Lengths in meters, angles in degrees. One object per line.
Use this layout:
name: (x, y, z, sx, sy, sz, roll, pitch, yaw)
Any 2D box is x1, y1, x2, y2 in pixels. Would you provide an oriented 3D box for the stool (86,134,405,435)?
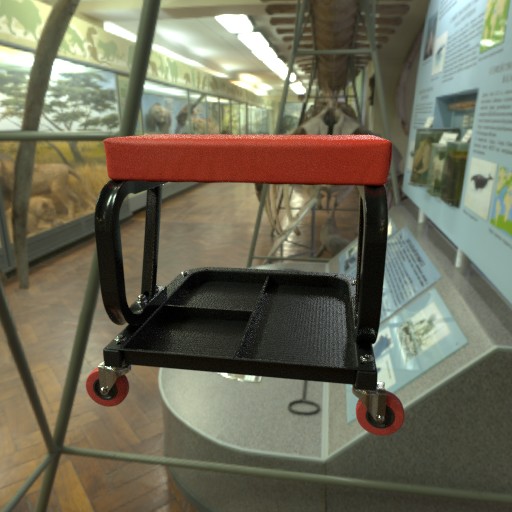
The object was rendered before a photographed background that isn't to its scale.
stool: (0.000, 0.000, 0.723, 0.446, 0.380, 0.371, 3, 17, 9)
